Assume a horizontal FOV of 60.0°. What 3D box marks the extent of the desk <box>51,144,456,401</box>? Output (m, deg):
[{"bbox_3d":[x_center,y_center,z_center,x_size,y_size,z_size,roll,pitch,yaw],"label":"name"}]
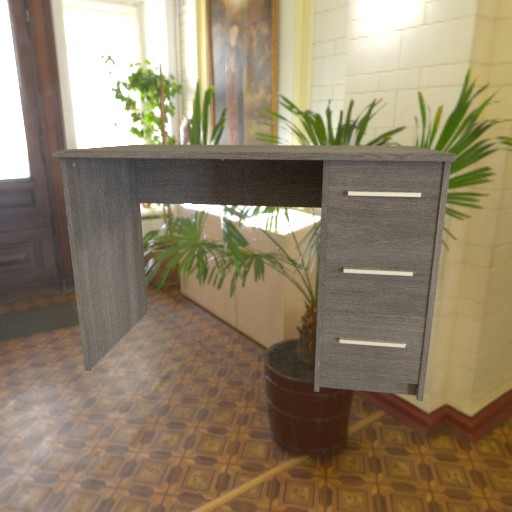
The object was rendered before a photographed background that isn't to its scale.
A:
[{"bbox_3d":[0.000,0.000,1.551,1.097,0.735,0.560,3,16,9],"label":"desk"}]
